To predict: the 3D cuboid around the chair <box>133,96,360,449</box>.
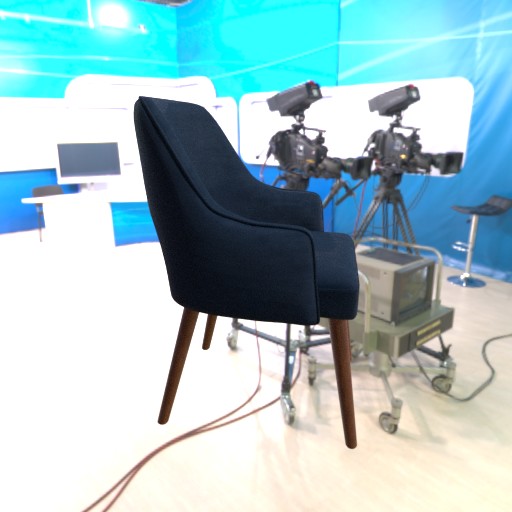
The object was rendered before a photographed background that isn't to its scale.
[{"bbox_3d":[0.000,0.000,1.244,0.591,0.844,0.559,3,17,10],"label":"chair"}]
